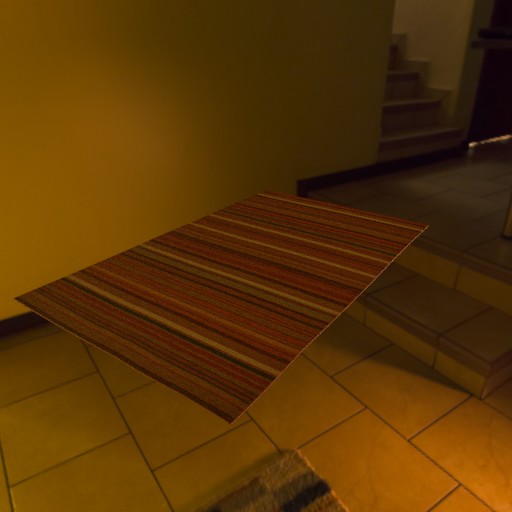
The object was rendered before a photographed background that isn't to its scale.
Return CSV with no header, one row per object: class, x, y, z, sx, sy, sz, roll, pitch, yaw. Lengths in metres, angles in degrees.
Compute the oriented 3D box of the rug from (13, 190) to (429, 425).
rug,0.000,0.000,2.915,1.523,0.008,2.438,18,31,32
